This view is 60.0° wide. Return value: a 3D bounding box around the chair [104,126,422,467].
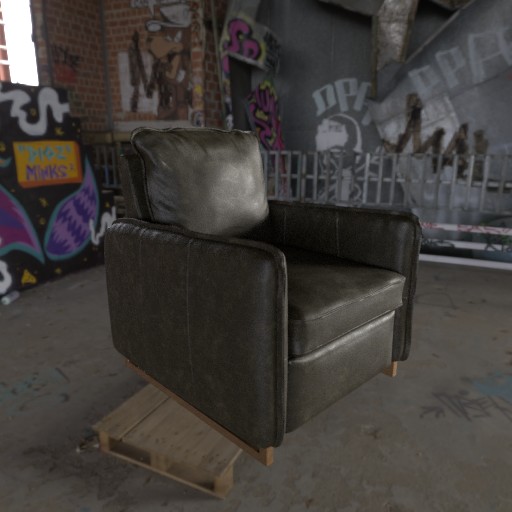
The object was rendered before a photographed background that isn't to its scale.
[{"bbox_3d":[0.000,0.000,1.627,0.830,0.921,0.921,-14,20,-42],"label":"chair"}]
